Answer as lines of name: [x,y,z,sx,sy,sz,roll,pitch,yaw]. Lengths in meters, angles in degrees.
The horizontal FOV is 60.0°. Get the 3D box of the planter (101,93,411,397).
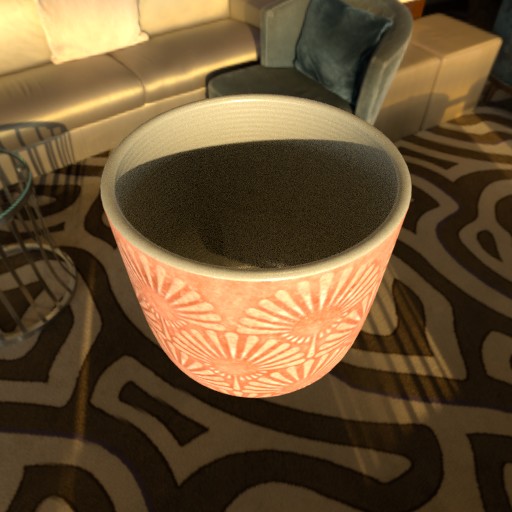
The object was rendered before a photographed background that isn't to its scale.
planter: [0.000,0.000,0.220,0.124,0.109,0.124,0,46,0]
